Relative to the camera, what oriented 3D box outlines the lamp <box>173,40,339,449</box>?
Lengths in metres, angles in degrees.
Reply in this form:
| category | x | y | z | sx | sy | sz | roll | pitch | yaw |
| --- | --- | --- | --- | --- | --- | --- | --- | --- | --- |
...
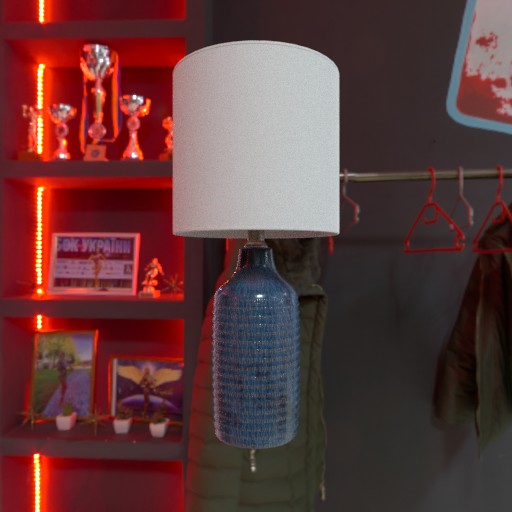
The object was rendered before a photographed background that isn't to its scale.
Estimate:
| category | x | y | z | sx | sy | sz | roll | pitch | yaw |
| --- | --- | --- | --- | --- | --- | --- | --- | --- | --- |
| lamp | 0.000 | 0.000 | 0.598 | 0.220 | 0.475 | 0.220 | 0 | 0 | 36 |
